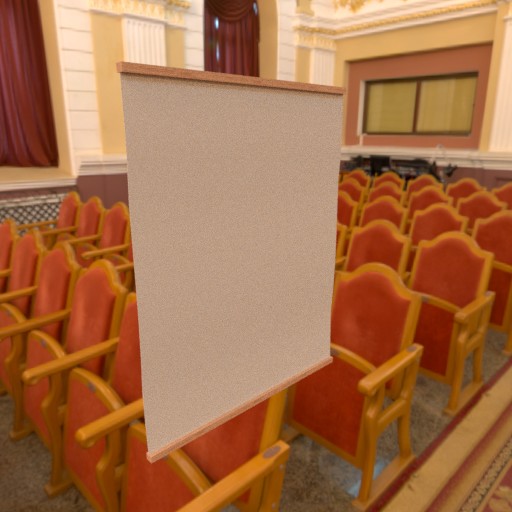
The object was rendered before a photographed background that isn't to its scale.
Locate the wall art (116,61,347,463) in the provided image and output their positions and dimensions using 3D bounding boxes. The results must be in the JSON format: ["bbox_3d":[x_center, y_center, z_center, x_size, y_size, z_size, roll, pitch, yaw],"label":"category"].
[{"bbox_3d":[0.000,0.000,0.677,0.406,0.508,0.013,-14,21,-42],"label":"wall art"}]
